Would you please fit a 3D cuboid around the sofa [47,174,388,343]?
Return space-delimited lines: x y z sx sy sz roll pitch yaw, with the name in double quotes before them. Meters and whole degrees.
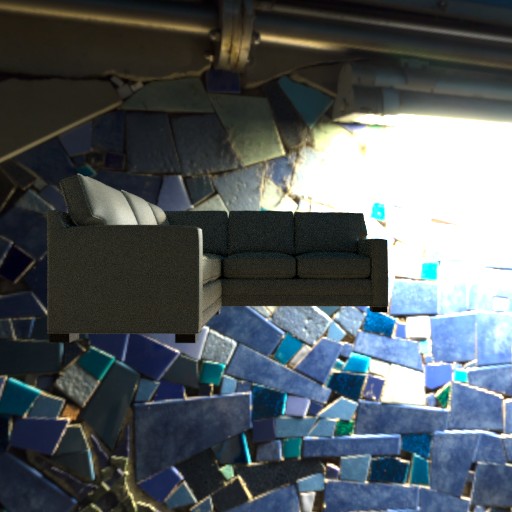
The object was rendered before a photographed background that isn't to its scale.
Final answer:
"sofa" 0.000 0.000 3.419 2.211 0.936 2.188 0 0 0
